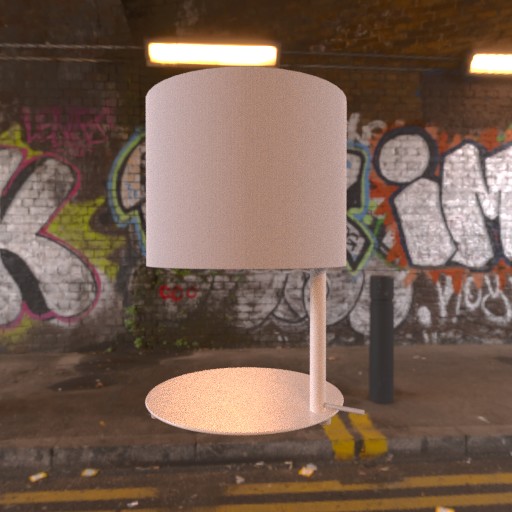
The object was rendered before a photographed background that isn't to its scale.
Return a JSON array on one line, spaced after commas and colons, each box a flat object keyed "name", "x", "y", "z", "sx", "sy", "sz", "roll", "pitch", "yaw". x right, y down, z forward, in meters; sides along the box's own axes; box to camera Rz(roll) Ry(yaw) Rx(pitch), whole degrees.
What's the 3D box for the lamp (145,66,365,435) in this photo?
[{"name": "lamp", "x": 0.000, "y": 0.000, "z": 0.668, "sx": 0.341, "sy": 0.454, "sz": 0.299, "roll": 1, "pitch": 1, "yaw": 36}]
